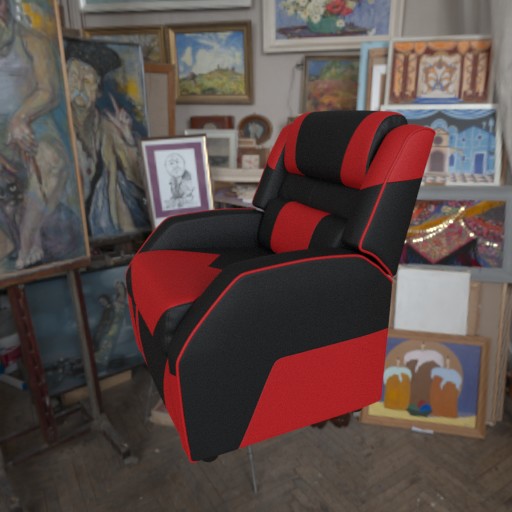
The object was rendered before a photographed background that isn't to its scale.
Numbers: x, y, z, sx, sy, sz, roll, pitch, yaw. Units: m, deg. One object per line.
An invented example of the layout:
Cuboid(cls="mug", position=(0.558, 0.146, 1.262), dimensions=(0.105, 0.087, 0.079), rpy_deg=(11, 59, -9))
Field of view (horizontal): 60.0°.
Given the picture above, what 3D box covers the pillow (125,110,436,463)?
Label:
Cuboid(cls="pillow", position=(0.000, 0.000, 1.286), dimensions=(0.672, 0.805, 0.620), rpy_deg=(-8, 20, -24))
